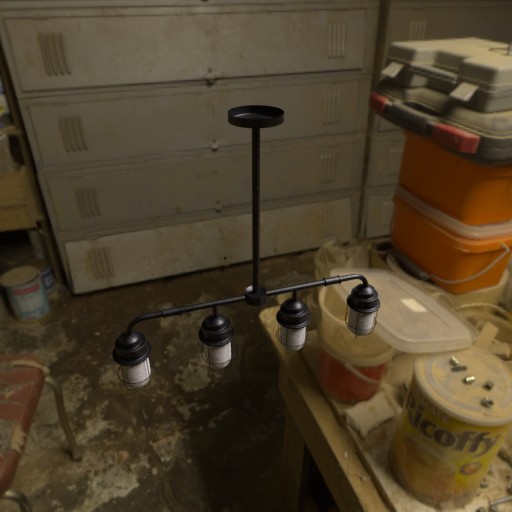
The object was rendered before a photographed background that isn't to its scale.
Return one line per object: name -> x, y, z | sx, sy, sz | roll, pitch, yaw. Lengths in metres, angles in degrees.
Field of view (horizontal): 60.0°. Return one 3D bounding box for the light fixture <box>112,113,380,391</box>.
light fixture -> 0.000, 0.000, 1.233 | 0.852, 0.785, 0.131 | -10, 33, -15
